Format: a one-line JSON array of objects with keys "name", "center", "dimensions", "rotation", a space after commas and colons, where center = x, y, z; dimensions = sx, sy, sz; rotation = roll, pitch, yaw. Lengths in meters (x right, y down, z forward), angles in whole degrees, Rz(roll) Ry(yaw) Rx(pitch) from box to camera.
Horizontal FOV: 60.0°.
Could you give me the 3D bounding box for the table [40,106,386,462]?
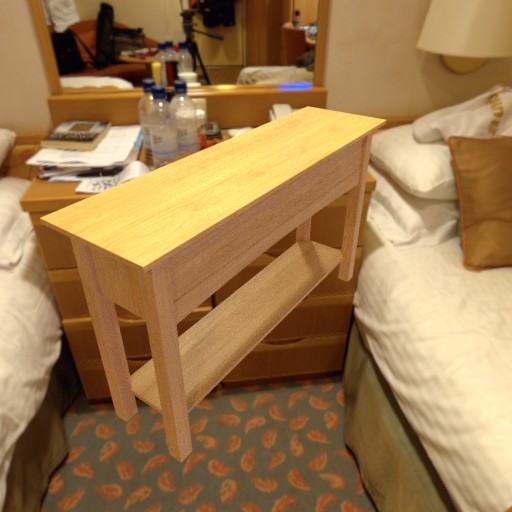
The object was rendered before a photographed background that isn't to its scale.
[{"name": "table", "center": [0.000, 0.000, 1.565], "dimensions": [0.350, 0.730, 1.240], "rotation": [21, 38, 29]}]
